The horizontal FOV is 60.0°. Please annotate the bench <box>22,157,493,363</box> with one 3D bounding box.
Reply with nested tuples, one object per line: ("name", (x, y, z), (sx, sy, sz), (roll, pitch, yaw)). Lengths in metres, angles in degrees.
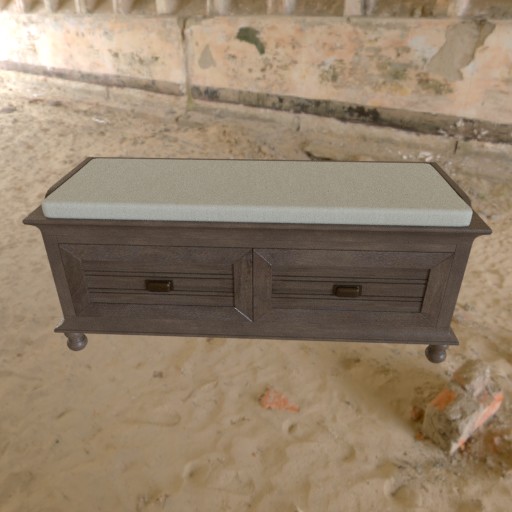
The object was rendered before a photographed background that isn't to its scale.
("bench", (0.000, 0.000, 1.387), (1.185, 0.501, 0.402), (1, 30, 2))
